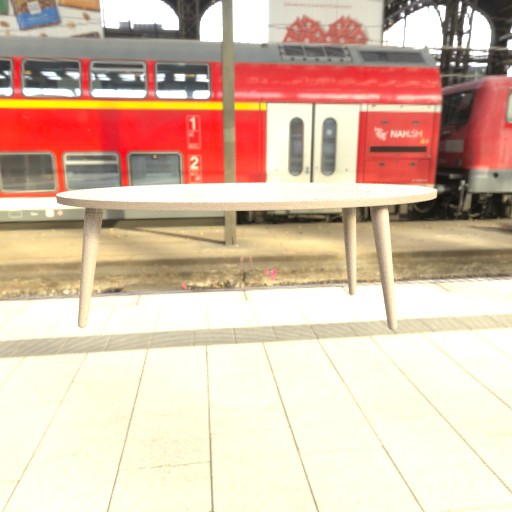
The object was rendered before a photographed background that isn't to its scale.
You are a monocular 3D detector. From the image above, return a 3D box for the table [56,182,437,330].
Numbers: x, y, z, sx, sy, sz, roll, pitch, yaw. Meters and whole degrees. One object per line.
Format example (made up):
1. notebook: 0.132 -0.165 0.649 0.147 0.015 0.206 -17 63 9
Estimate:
1. table: 0.000 0.000 1.325 1.083 0.390 0.542 -2 14 -9
